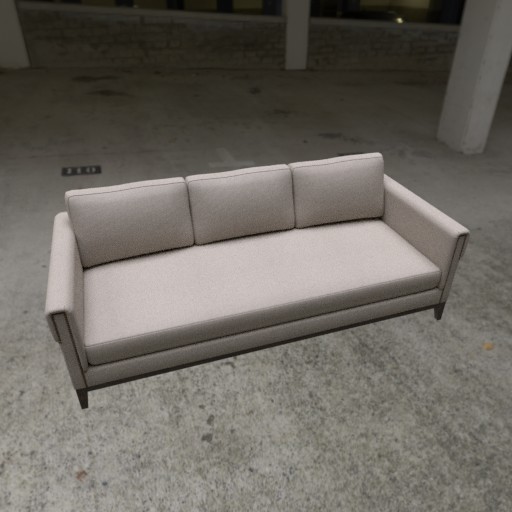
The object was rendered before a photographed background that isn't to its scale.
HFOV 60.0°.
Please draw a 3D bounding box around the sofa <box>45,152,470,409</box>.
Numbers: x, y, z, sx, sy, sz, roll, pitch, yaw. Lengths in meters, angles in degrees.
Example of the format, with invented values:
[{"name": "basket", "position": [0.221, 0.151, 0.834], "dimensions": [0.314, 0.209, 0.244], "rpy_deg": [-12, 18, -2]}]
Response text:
[{"name": "sofa", "position": [0.000, 0.000, 2.662], "dimensions": [2.210, 0.838, 0.959], "rpy_deg": [-10, 34, -15]}]
